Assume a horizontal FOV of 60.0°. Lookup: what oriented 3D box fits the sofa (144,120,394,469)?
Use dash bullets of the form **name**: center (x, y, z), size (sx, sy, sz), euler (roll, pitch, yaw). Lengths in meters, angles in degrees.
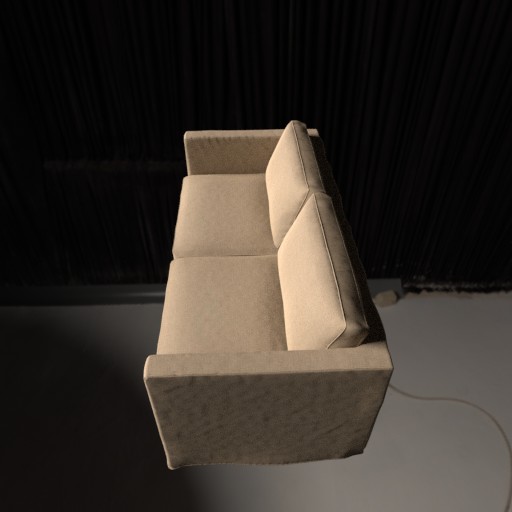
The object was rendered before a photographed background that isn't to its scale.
- **sofa**: center (0.000, 0.000, 2.513), size (0.956, 0.847, 1.987), euler (-2, 42, -2)
